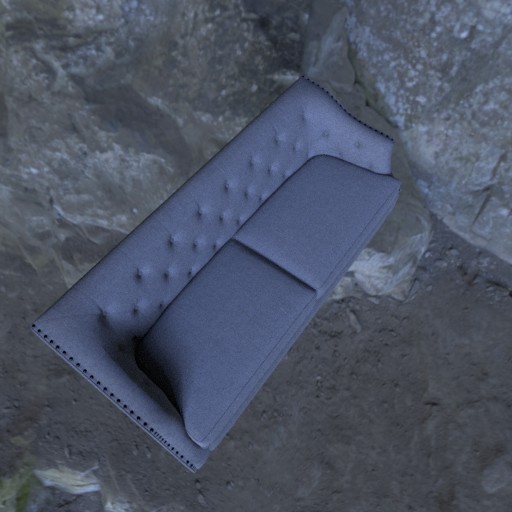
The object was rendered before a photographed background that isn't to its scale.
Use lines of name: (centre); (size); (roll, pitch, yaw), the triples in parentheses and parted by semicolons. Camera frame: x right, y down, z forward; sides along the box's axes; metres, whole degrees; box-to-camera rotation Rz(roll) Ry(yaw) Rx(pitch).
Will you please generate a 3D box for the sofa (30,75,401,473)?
sofa: (0.000, 0.000, 2.669); (0.914, 0.901, 2.235); (33, 64, 18)
